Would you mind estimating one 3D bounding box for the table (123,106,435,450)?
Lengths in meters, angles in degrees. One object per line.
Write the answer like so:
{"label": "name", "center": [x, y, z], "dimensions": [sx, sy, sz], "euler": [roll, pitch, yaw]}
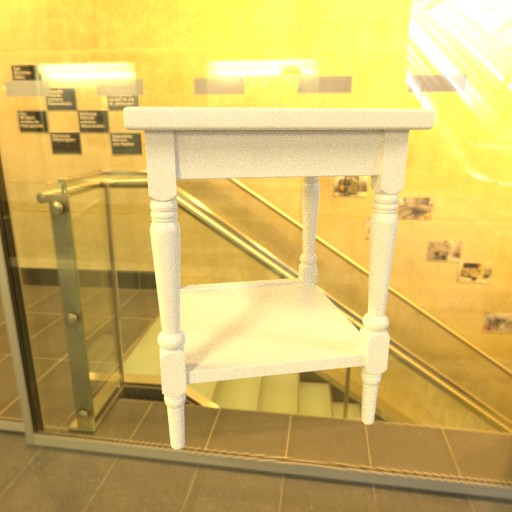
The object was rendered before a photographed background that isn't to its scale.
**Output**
{"label": "table", "center": [0.000, 0.000, 0.918], "dimensions": [0.442, 0.565, 0.488], "euler": [-3, 17, -10]}
